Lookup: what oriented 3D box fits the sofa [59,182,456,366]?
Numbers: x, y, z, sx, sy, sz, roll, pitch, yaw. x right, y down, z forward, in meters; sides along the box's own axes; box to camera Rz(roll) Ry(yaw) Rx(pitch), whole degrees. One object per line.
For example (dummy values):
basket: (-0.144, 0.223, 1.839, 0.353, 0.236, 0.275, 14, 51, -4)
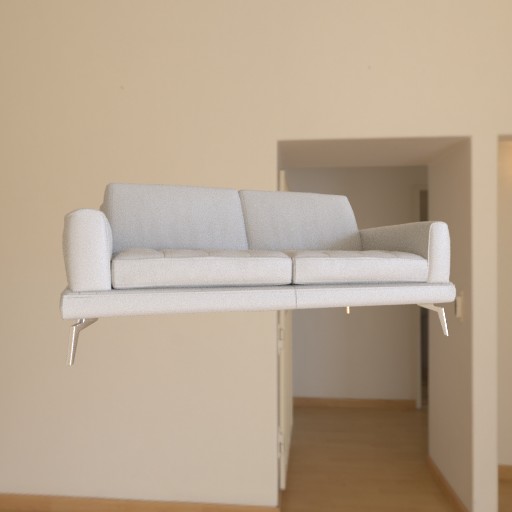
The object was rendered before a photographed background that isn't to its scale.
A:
sofa: (0.000, 0.000, 2.736, 2.177, 0.930, 1.121, 0, 0, -20)
